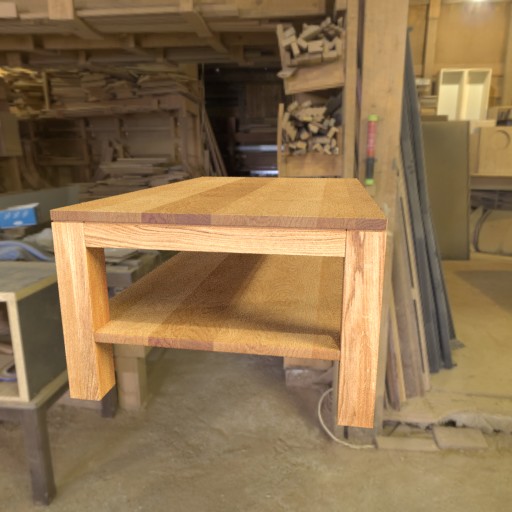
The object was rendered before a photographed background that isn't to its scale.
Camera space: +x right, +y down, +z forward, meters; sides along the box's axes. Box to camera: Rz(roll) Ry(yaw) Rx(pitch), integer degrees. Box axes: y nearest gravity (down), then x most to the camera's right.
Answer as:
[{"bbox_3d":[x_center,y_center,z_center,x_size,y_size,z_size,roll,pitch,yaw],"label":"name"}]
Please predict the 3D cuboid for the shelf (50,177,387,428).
[{"bbox_3d":[0.000,0.000,1.496,0.700,0.450,1.150,2,14,9],"label":"shelf"}]
